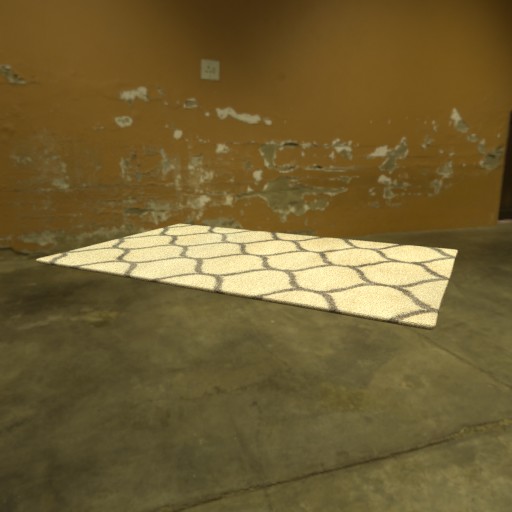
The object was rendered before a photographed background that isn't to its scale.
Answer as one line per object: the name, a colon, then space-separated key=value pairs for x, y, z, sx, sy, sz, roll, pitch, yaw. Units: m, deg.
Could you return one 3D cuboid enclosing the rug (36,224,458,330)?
rug: x=0.000 y=0.000 z=2.907 sx=2.348 sy=0.024 sz=1.501 roll=7 pitch=15 yaw=26
